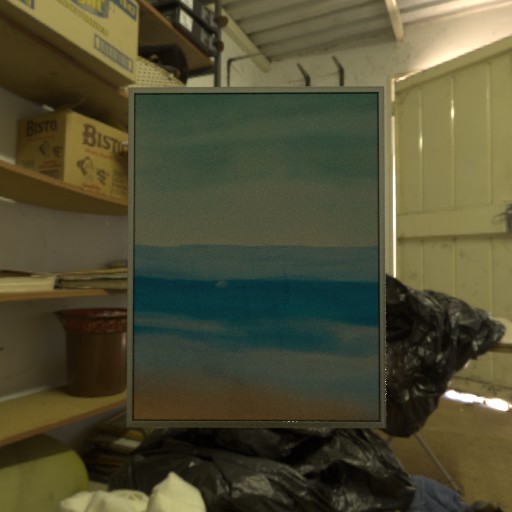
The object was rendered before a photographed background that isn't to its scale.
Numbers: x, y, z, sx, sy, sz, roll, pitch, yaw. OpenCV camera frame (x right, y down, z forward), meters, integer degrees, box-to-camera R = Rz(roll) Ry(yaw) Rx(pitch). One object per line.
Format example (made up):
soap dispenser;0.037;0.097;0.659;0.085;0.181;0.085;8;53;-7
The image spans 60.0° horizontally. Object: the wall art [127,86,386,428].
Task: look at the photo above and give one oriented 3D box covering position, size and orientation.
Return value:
wall art;0.000;0.000;1.401;0.803;1.062;0.041;0;-1;1
